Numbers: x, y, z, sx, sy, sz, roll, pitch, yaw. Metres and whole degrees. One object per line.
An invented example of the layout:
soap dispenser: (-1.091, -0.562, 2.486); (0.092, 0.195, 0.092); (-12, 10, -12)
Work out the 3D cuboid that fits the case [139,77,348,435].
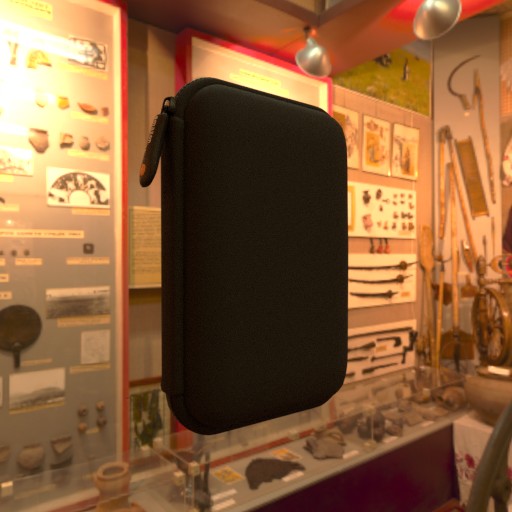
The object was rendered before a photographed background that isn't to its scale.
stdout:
case: (0.000, 0.000, 0.197); (0.107, 0.147, 0.030); (0, -1, -36)
